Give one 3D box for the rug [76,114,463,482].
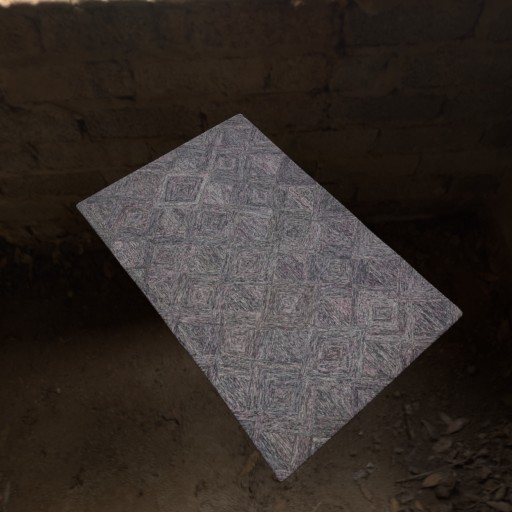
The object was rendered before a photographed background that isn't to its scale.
[{"bbox_3d":[0.000,0.000,2.276,1.158,0.013,1.752,-35,66,-18],"label":"rug"}]
